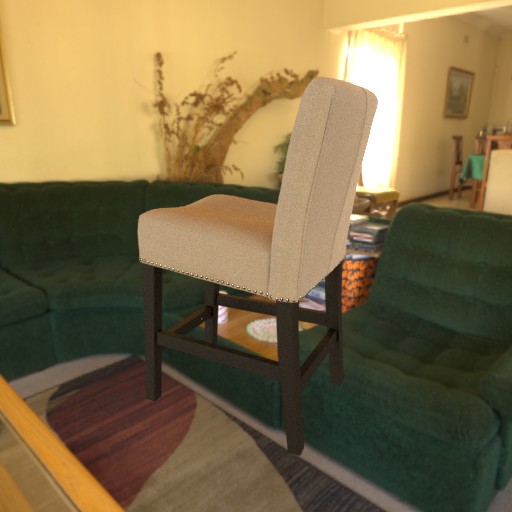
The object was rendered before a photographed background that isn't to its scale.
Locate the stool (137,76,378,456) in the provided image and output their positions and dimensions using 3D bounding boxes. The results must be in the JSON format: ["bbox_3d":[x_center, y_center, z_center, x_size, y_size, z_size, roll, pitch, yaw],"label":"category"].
[{"bbox_3d":[0.000,0.000,1.245,0.571,0.885,0.427,8,18,25],"label":"stool"}]
